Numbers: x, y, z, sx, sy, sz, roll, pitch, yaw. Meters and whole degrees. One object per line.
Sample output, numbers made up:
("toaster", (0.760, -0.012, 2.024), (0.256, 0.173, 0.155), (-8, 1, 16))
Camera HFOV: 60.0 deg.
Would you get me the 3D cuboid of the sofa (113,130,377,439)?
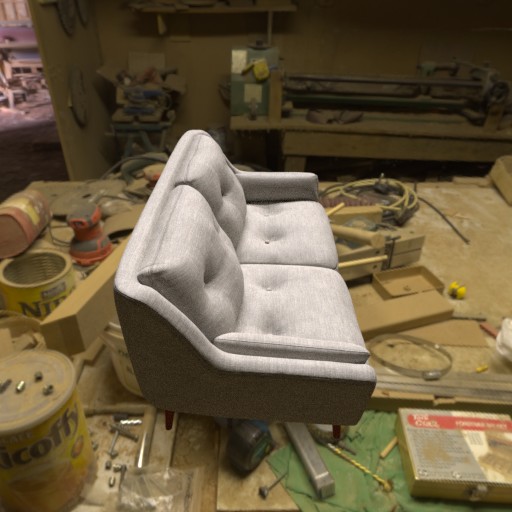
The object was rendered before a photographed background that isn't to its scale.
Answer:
("sofa", (0.000, 0.000, 2.395), (0.976, 0.897, 1.930), (0, 32, 0))
